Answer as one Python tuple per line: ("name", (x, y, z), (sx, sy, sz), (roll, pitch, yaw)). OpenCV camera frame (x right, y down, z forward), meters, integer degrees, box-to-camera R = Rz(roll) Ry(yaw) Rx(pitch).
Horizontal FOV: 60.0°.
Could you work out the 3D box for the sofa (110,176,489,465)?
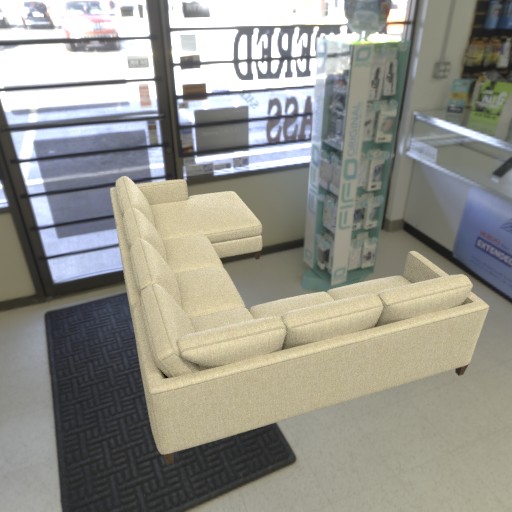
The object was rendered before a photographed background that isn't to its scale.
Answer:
("sofa", (0.000, 0.000, 4.416), (2.551, 0.889, 3.403), (-10, 32, -17))
